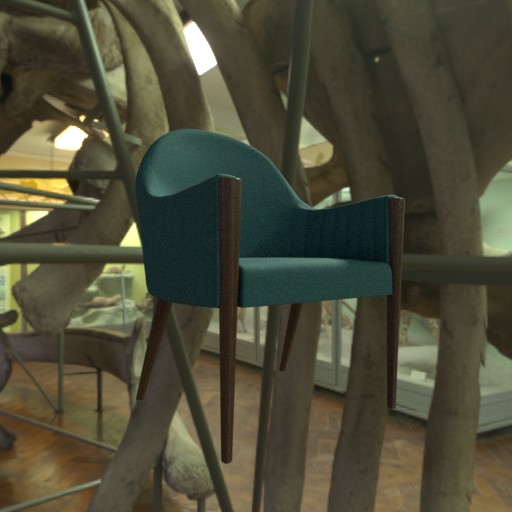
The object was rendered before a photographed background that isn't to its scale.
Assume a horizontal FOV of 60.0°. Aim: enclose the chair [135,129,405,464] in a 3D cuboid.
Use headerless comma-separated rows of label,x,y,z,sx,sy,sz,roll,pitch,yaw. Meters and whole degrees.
chair,0.000,0.000,1.377,0.656,0.907,0.652,0,0,-36
